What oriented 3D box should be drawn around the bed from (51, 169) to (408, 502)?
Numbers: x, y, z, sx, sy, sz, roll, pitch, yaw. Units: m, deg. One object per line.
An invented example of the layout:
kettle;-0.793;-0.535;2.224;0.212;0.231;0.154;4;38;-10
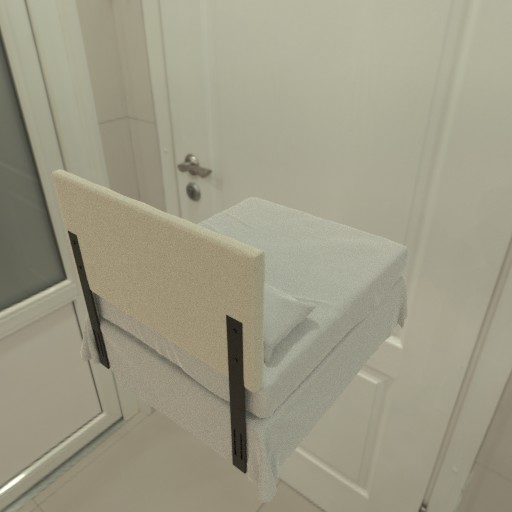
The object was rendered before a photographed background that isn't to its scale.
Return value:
bed;0.000;0.000;3.382;1.936;1.577;2.222;23;38;32
